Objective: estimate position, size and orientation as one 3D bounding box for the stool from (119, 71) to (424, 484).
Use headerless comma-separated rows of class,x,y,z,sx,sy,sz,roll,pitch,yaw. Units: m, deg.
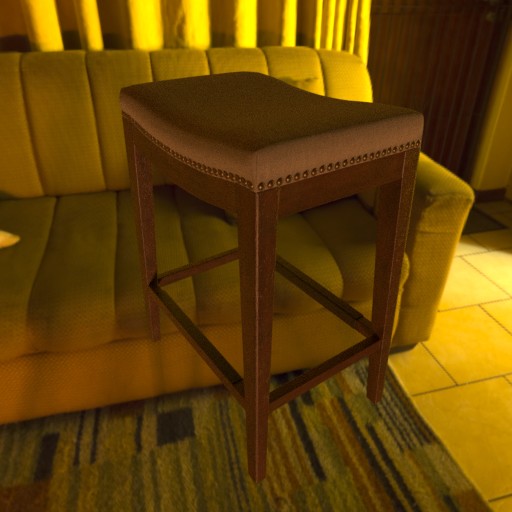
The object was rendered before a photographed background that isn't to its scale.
stool,0.000,0.000,0.943,0.356,0.660,0.508,-20,37,-29
